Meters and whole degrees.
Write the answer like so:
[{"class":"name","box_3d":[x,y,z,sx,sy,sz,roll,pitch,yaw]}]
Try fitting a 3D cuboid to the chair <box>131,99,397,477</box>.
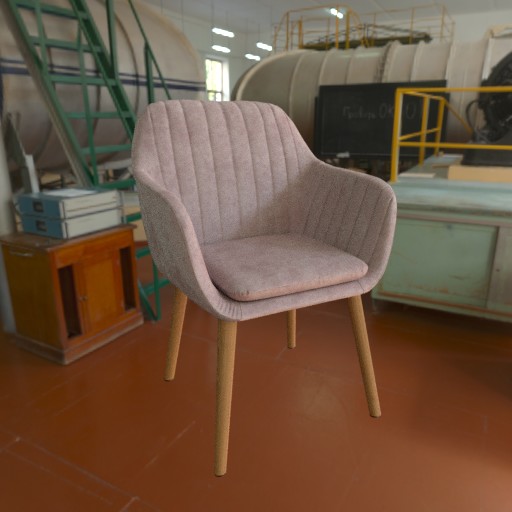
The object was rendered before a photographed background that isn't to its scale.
[{"class":"chair","box_3d":[0.000,0.000,1.228,0.610,0.832,0.570,-9,19,-26]}]
